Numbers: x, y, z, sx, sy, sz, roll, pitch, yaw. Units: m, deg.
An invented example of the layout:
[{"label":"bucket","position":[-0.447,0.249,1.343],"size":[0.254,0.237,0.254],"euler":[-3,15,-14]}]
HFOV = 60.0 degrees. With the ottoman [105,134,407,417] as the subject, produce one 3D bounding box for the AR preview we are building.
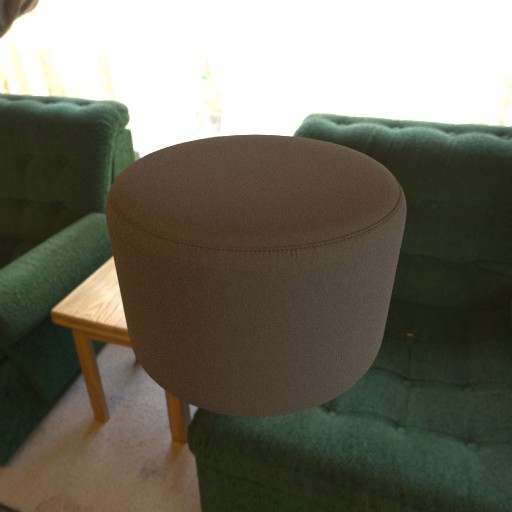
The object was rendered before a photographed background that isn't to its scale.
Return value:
[{"label":"ottoman","position":[0.000,0.000,1.008],"size":[0.608,0.433,0.608],"euler":[0,31,0]}]
